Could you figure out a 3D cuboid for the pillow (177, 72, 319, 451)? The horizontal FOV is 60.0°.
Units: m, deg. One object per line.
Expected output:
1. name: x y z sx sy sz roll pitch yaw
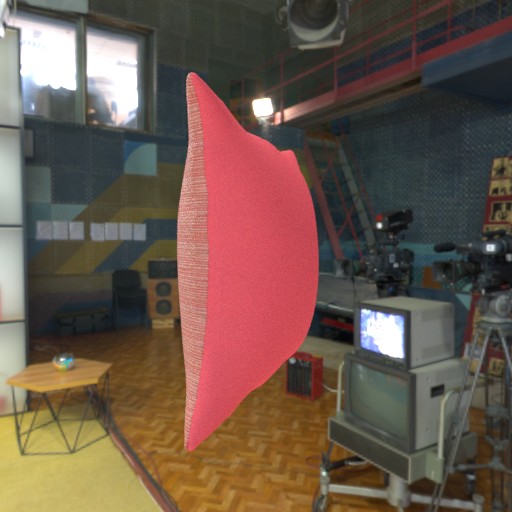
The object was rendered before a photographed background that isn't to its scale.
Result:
1. pillow: 0.000 0.000 0.839 0.229 0.501 0.559 1 3 19
